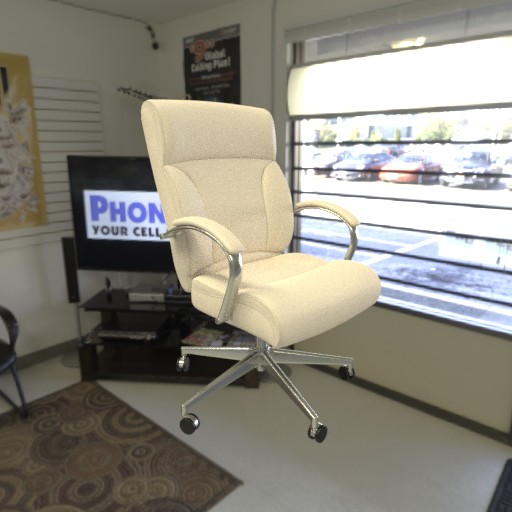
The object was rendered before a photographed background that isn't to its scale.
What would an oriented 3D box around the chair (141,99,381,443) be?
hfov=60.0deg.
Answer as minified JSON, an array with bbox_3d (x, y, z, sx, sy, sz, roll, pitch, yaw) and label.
[{"bbox_3d":[0.000,0.000,1.611,0.745,1.099,0.727,14,20,43],"label":"chair"}]
